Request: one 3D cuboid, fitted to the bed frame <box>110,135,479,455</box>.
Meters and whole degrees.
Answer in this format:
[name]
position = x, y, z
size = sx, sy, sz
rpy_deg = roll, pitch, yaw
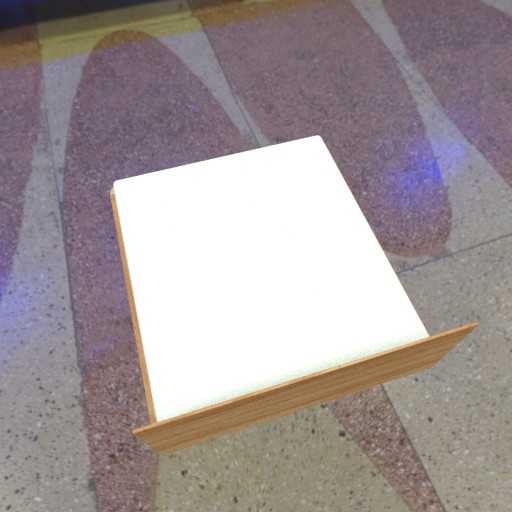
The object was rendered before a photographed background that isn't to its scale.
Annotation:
[bed frame]
position = 0.000, 0.000, 3.166
size = 1.872, 0.940, 2.092
rpy_deg = -15, 60, -9
